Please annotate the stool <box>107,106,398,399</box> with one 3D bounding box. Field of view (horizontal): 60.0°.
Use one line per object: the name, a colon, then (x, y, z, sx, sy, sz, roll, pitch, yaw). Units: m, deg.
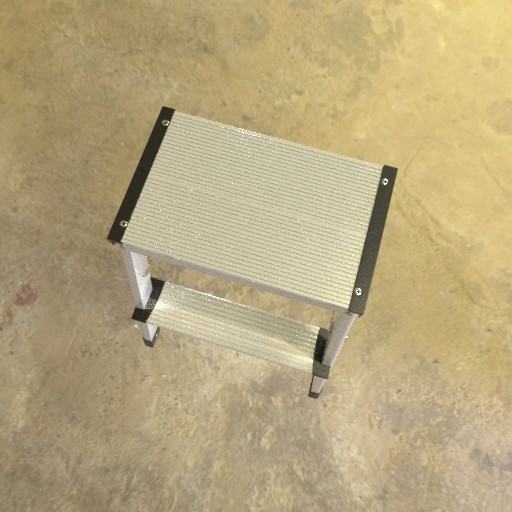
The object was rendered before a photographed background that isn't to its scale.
stool: (0.000, 0.000, 0.800, 0.404, 0.480, 0.405, 16, 74, 5)
